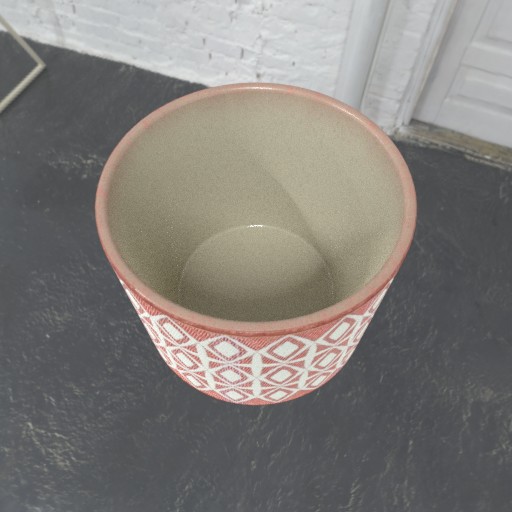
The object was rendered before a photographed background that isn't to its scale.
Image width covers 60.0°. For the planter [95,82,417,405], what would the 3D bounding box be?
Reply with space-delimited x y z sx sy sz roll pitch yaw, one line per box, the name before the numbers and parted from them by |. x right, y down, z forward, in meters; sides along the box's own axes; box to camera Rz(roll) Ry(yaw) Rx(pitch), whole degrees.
planter | 0.000 0.000 0.481 0.273 0.237 0.273 0 58 0
